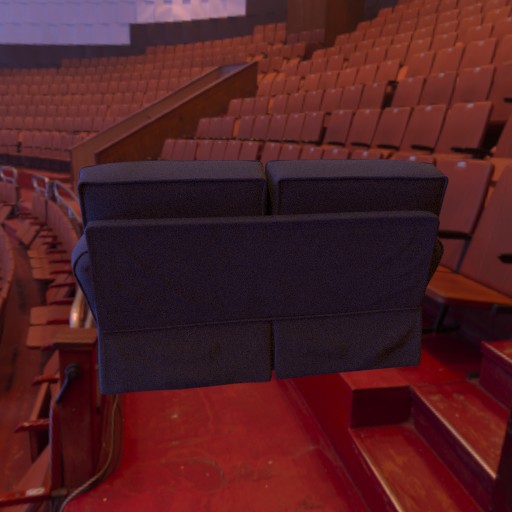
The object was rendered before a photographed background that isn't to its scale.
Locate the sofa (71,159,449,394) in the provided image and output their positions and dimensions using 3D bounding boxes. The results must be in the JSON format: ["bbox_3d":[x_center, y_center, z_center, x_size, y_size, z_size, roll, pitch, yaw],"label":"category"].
[{"bbox_3d":[0.000,0.000,2.433,1.801,1.059,0.997,-3,15,-10],"label":"sofa"}]
